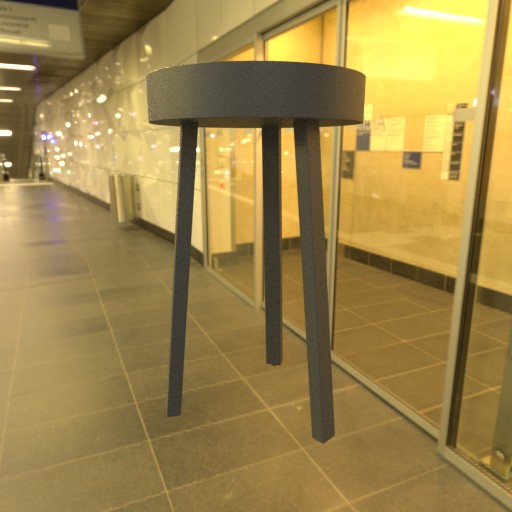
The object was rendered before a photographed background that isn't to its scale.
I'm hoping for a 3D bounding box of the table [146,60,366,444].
[{"bbox_3d":[0.000,0.000,0.924,0.406,0.686,0.406,-13,19,-42],"label":"table"}]
